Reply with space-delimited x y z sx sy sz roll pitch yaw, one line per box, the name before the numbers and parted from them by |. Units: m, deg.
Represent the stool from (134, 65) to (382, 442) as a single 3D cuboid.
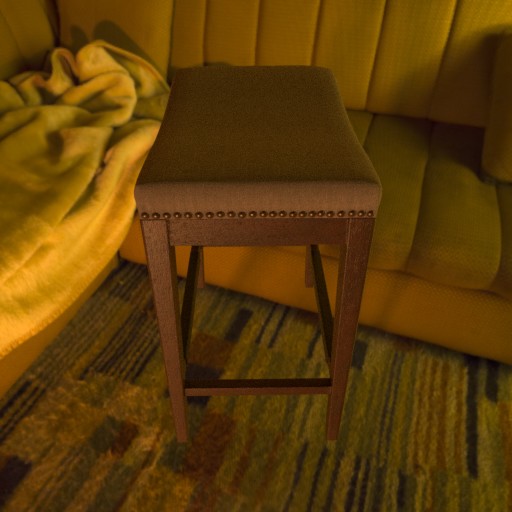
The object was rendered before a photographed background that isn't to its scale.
stool | 0.000 0.000 0.963 0.356 0.660 0.508 -1 41 -1
